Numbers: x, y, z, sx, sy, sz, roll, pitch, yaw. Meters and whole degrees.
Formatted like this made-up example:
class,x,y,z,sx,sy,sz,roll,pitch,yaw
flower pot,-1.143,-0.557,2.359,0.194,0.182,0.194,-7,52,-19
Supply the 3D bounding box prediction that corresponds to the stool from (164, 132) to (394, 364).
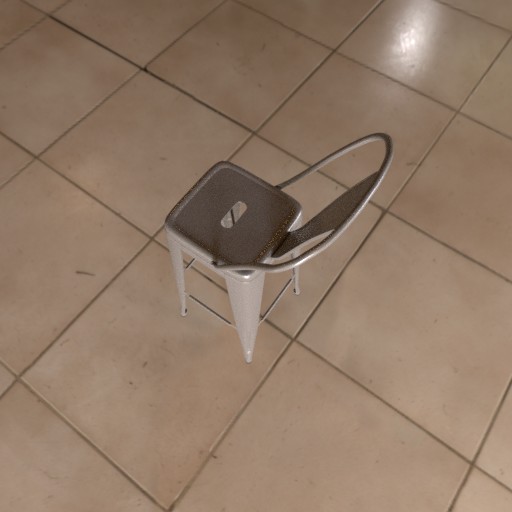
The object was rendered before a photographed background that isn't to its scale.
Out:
class,x,y,z,sx,sy,sz,roll,pitch,yaw
stool,0.000,0.000,1.363,0.513,1.096,0.399,32,68,15
